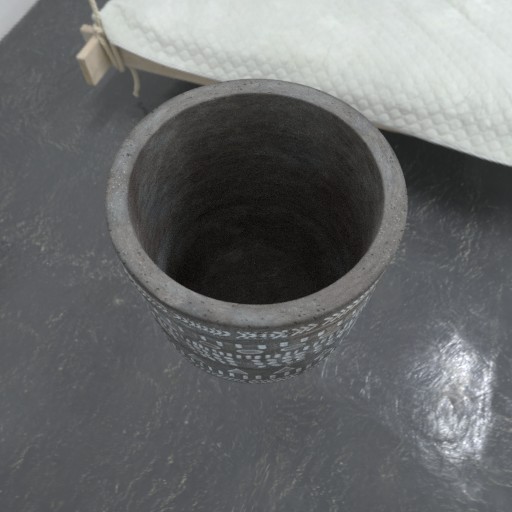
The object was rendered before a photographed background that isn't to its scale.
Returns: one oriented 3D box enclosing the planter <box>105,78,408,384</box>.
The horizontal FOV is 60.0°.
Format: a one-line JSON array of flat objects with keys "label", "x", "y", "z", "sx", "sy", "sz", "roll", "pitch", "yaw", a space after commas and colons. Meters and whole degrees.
[{"label": "planter", "x": 0.000, "y": 0.000, "z": 0.273, "sx": 0.142, "sy": 0.149, "sz": 0.142, "roll": 0, "pitch": 63, "yaw": 0}]
